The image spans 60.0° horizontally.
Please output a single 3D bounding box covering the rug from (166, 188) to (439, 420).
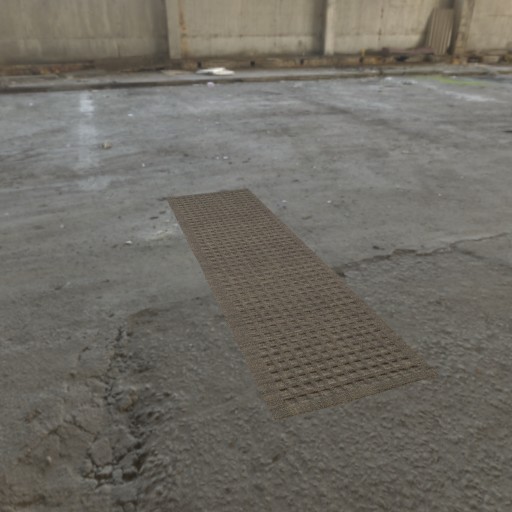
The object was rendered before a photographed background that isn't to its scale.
[{"bbox_3d":[0.000,0.000,2.683,0.706,0.009,2.443,-9,29,-17],"label":"rug"}]
